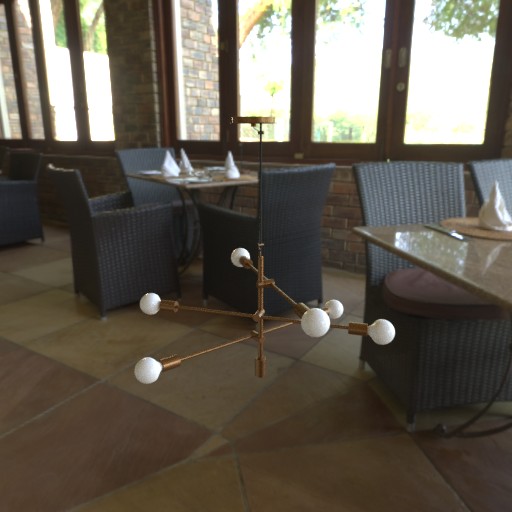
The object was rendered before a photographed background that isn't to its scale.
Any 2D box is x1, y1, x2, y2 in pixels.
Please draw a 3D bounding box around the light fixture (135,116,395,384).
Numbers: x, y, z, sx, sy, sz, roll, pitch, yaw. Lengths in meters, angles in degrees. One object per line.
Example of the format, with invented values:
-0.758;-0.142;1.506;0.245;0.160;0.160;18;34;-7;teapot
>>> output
0.000;0.000;1.245;0.682;0.744;0.637;-2;16;-8;light fixture
